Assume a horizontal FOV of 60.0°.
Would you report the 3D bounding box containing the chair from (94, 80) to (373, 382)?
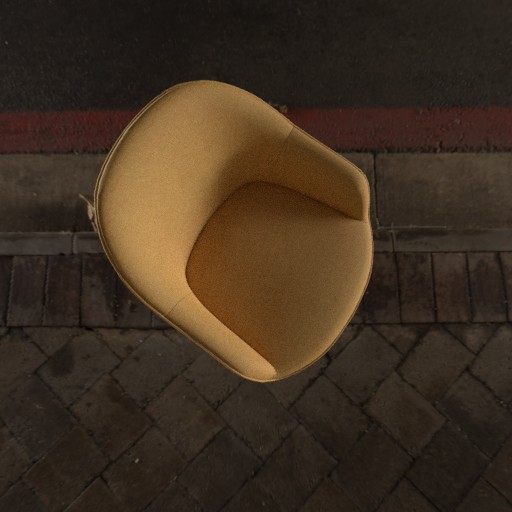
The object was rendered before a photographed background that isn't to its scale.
[{"bbox_3d":[0.000,0.000,1.262,0.635,0.823,0.596,31,78,7],"label":"chair"}]
